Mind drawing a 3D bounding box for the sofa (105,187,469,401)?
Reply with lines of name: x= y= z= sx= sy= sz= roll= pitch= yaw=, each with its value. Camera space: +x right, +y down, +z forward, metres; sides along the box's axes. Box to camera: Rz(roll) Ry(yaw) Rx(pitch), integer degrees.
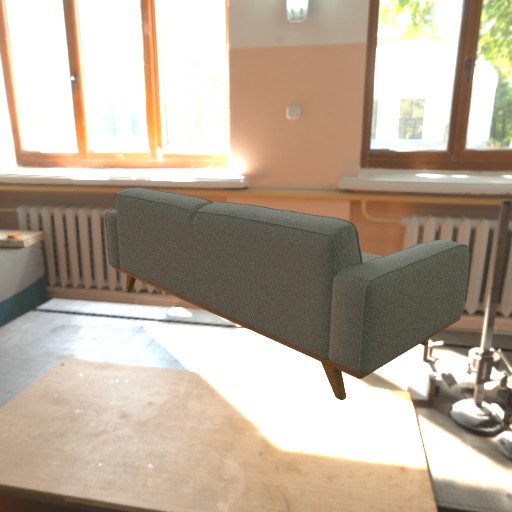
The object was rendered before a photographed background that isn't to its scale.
sofa: x=0.000 y=0.000 z=2.795 sx=0.956 sy=0.781 sz=2.270 roll=-14 pitch=20 yaw=-42
